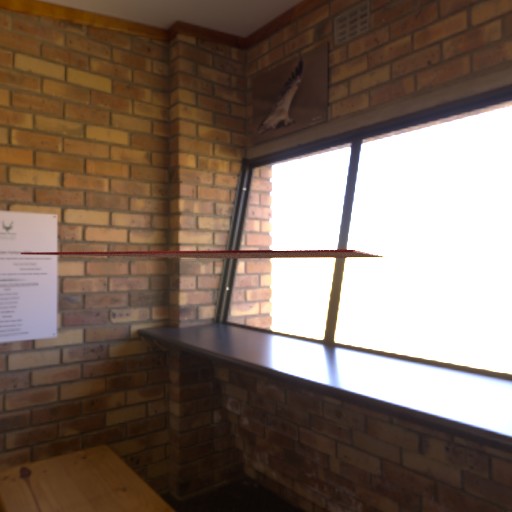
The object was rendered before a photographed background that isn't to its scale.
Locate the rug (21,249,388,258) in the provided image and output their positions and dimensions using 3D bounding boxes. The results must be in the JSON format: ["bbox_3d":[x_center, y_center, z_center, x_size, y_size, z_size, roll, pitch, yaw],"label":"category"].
[{"bbox_3d":[0.000,0.000,2.296,1.223,0.008,1.817,0,-1,19],"label":"rug"}]
